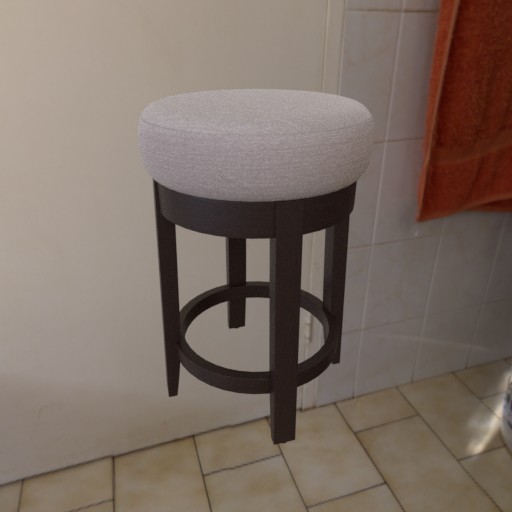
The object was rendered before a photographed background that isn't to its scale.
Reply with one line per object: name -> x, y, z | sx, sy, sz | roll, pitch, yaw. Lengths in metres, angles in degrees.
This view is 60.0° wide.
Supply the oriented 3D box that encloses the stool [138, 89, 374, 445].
stool -> 0.000, 0.000, 0.972 | 0.443, 0.672, 0.443 | 0, 27, 0
